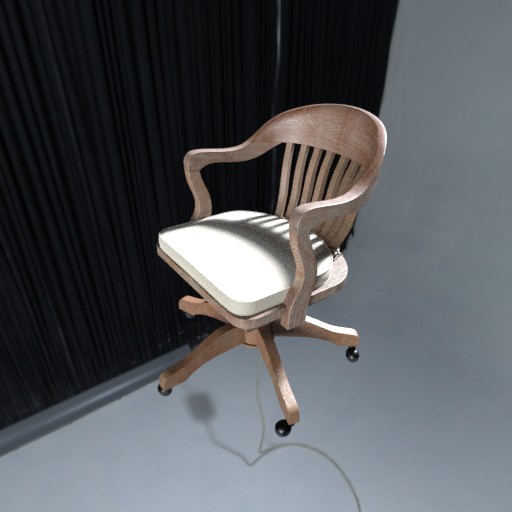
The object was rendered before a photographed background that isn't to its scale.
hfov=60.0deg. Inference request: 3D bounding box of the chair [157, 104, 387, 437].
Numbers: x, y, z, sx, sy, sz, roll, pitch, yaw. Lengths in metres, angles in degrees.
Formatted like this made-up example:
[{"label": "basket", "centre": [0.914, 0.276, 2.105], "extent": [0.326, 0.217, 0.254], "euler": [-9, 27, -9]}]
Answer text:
[{"label": "chair", "centre": [0.000, 0.000, 1.486], "extent": [0.788, 0.878, 0.750], "euler": [-20, 36, -30]}]
